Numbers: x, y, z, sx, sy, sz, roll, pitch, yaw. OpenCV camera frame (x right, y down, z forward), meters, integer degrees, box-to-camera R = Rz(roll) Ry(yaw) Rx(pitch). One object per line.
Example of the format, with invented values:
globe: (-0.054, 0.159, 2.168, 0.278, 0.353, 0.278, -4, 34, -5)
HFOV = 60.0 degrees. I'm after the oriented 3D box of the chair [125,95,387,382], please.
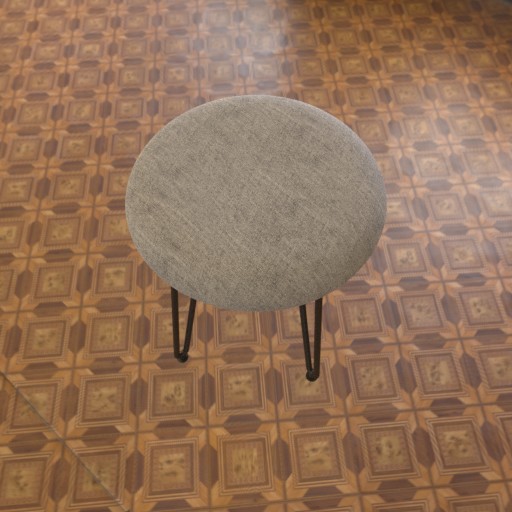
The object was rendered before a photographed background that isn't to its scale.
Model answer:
chair: (0.000, 0.000, 0.668, 0.350, 0.386, 0.350, -33, 66, -17)
